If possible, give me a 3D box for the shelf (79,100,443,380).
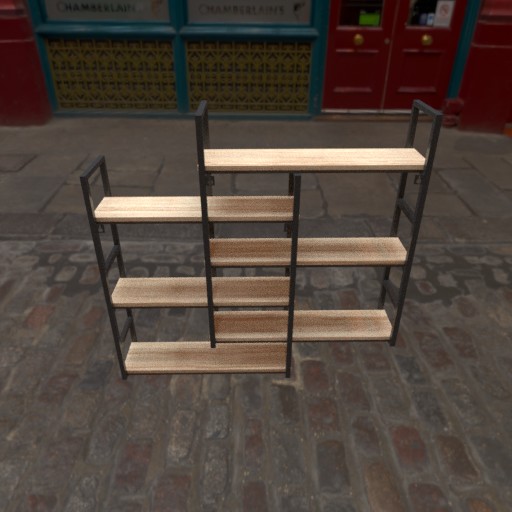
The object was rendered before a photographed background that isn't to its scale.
[{"bbox_3d":[0.000,0.000,1.417,0.946,0.921,0.183,0,30,-1],"label":"shelf"}]
